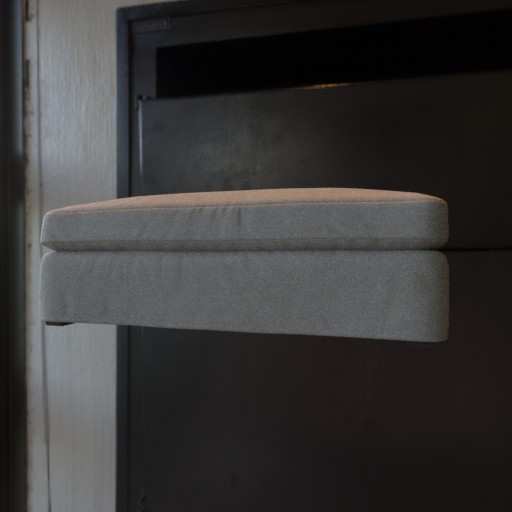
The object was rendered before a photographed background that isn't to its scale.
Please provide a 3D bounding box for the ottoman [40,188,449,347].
[{"bbox_3d":[0.000,0.000,1.581,1.199,0.429,0.840,0,0,17],"label":"ottoman"}]
